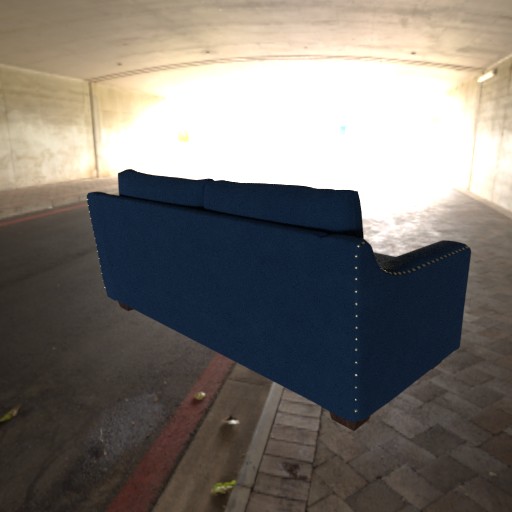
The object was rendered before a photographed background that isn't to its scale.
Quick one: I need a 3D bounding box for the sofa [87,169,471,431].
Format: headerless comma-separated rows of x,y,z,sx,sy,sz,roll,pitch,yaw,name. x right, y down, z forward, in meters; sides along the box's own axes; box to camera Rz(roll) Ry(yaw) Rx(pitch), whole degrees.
0.000,0.000,2.666,1.104,0.983,2.107,-14,20,-43,sofa
